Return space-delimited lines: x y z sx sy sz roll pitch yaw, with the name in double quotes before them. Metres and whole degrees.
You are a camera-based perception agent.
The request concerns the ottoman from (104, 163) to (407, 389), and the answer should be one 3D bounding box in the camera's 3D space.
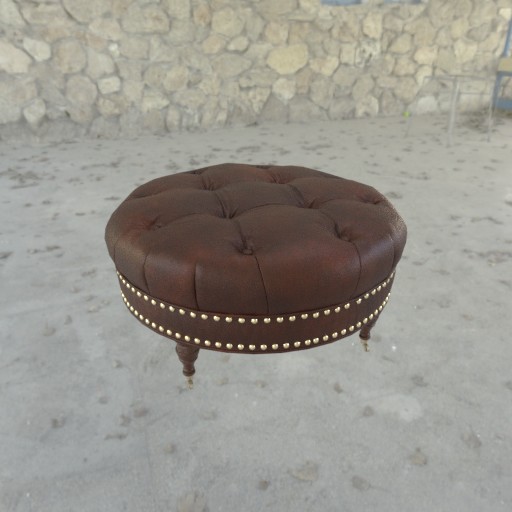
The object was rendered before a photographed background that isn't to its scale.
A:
"ottoman" 0.000 0.000 1.416 0.901 0.455 0.901 0 26 0
